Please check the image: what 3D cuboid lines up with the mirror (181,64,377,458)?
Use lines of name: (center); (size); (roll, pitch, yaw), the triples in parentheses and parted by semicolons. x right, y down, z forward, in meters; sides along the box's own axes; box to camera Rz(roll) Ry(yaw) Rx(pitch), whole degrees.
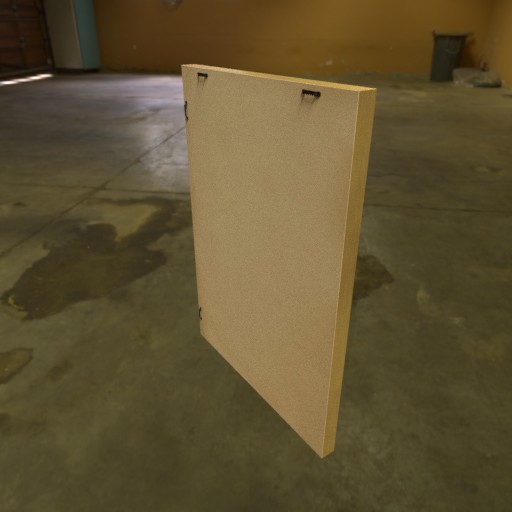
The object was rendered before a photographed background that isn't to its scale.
mirror: (0.000, 0.000, 0.932); (0.039, 0.710, 0.507); (-18, 33, -31)
